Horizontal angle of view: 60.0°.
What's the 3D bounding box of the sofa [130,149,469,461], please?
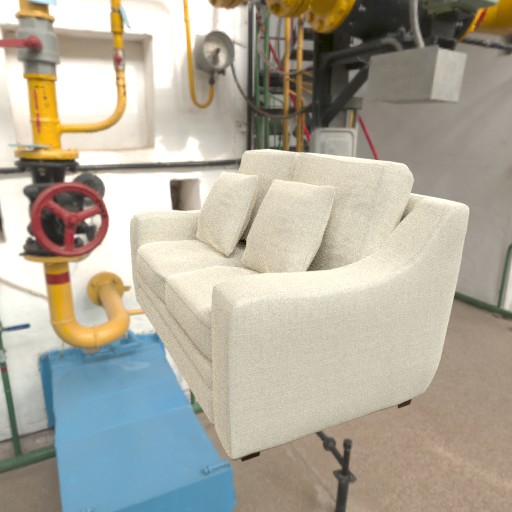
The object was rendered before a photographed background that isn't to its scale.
[{"bbox_3d":[0.000,0.000,2.313,1.040,1.047,1.744,-8,18,-24],"label":"sofa"}]
